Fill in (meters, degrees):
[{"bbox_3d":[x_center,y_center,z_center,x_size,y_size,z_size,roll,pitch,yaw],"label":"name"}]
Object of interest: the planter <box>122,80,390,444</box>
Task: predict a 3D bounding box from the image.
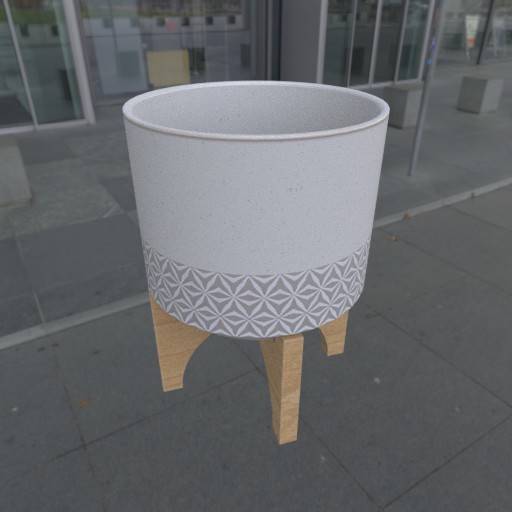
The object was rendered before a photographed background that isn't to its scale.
[{"bbox_3d":[0.000,0.000,0.511,0.249,0.343,0.249,0,30,0],"label":"planter"}]
